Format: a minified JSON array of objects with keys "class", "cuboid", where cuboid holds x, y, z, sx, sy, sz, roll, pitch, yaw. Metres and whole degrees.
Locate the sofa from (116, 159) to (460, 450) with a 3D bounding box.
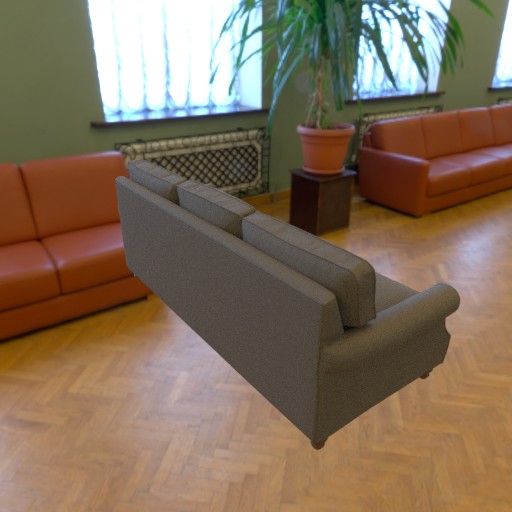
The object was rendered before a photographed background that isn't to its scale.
[{"class":"sofa","cuboid":[0.000,0.000,2.802,0.966,0.948,2.353,-17,30,-33]}]
